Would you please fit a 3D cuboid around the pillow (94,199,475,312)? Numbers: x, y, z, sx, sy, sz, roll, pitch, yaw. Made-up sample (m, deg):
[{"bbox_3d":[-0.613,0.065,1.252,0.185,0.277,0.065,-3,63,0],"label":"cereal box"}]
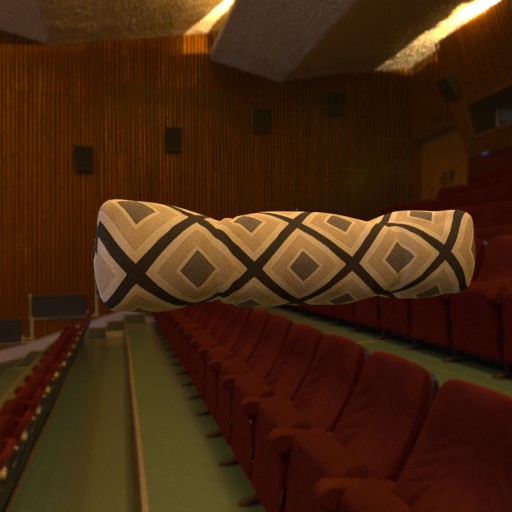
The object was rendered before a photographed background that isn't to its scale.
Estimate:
[{"bbox_3d":[0.000,0.000,0.731,0.490,0.128,0.468,0,0,-18],"label":"pillow"}]
